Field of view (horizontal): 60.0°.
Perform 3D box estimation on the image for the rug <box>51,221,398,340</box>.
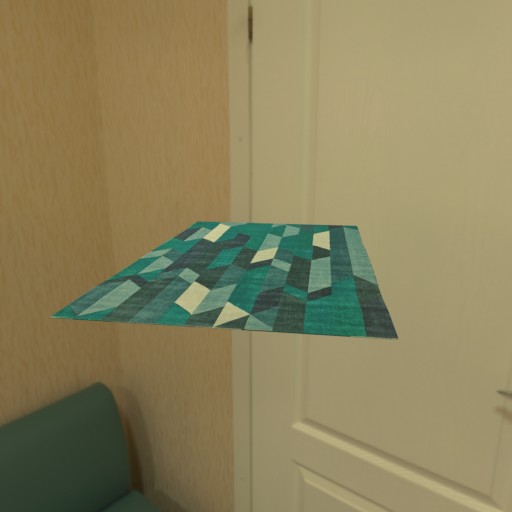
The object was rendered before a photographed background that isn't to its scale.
[{"bbox_3d":[0.000,0.000,3.044,1.528,0.005,2.420,2,15,8],"label":"rug"}]
